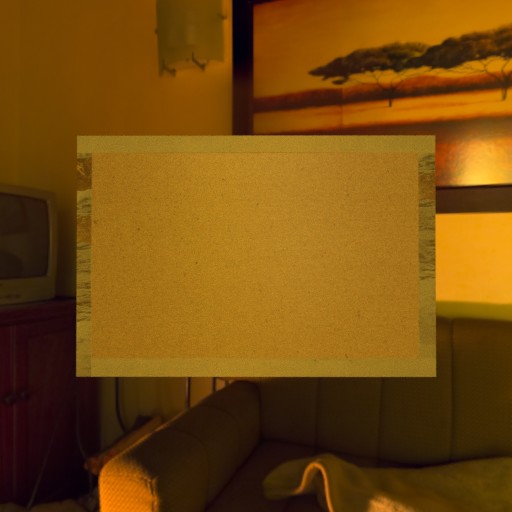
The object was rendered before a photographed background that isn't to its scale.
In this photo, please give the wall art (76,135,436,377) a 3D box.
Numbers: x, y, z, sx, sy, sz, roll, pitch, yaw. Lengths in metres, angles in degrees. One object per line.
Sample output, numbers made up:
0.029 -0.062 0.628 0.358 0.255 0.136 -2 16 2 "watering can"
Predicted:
0.000 0.000 0.767 0.606 0.407 0.041 0 0 0 "wall art"
